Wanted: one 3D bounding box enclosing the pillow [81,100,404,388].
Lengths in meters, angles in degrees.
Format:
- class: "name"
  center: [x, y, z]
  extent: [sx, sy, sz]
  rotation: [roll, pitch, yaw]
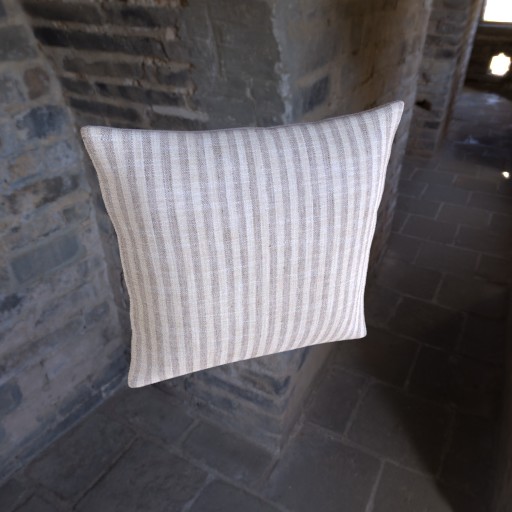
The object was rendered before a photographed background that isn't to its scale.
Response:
- class: "pillow"
  center: [0.000, 0.000, 0.806]
  extent: [0.523, 0.510, 0.166]
  rotation: [-9, 33, -15]
